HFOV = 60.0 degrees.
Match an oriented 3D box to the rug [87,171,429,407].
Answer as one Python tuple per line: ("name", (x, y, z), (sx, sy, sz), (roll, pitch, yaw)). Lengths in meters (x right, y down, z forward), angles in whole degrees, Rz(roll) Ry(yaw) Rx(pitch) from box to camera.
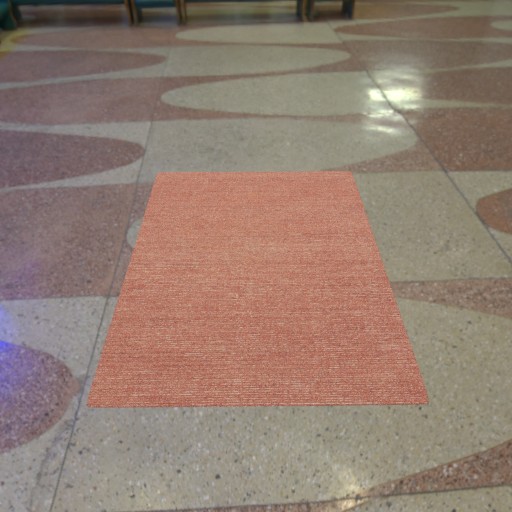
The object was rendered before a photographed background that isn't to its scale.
("rug", (0.000, 0.000, 2.837), (1.594, 0.009, 2.112), (0, 41, 0))
